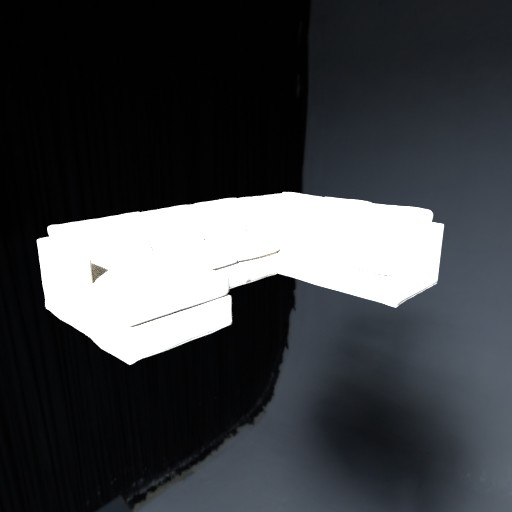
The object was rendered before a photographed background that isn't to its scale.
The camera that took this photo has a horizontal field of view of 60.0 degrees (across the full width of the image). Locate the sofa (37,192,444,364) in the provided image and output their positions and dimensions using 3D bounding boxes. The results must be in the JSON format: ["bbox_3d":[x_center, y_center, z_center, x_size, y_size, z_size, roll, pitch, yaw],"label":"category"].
[{"bbox_3d":[0.000,0.000,4.561,2.448,0.882,3.464,14,21,42],"label":"sofa"}]
